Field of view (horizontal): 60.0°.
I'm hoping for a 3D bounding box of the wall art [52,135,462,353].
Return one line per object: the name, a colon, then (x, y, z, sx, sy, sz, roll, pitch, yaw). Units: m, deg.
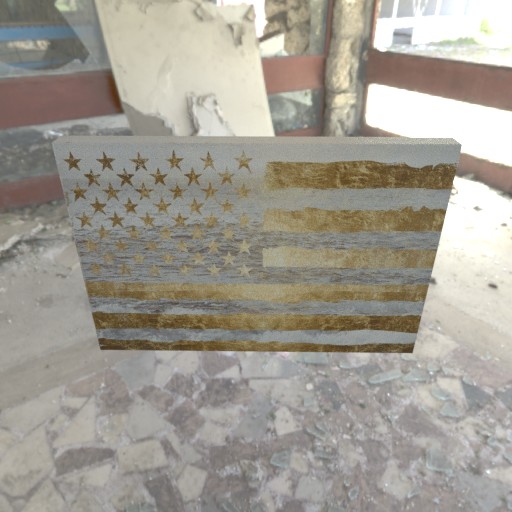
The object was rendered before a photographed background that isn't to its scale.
wall art: (0.000, 0.000, 0.773, 0.606, 0.407, 0.041, 0, 30, 1)
